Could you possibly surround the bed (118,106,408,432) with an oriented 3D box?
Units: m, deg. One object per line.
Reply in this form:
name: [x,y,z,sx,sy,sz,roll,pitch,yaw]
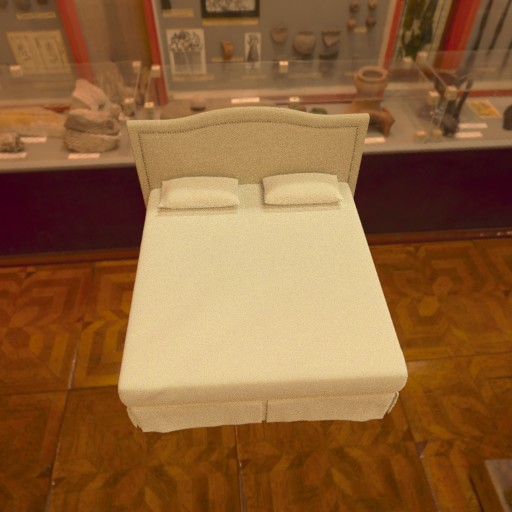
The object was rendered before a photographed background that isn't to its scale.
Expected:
bed: [0.000,0.000,3.530,2.083,1.421,2.182,-2,47,-2]
